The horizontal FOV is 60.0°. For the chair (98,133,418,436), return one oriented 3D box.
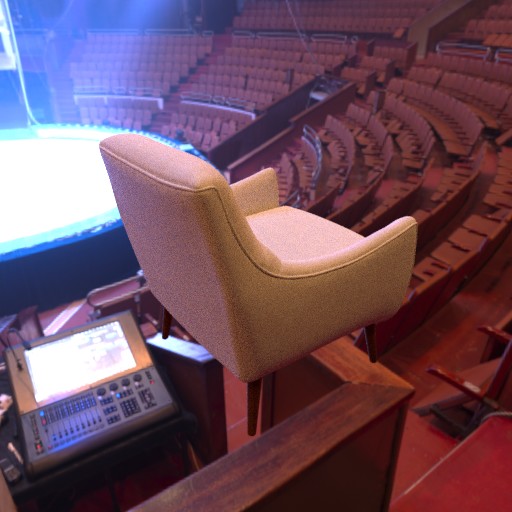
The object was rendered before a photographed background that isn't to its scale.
[{"bbox_3d":[0.000,0.000,1.502,0.787,0.838,0.762,-18,32,-32],"label":"chair"}]
